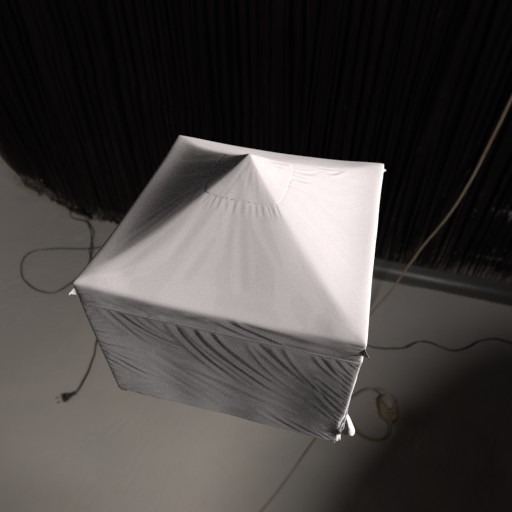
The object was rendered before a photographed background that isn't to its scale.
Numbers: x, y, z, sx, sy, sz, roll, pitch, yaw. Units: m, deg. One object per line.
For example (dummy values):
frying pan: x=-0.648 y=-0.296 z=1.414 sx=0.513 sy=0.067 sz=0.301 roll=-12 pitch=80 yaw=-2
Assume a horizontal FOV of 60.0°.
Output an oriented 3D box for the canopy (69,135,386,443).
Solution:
canopy: x=0.000 y=0.000 z=5.626 sx=3.121 sy=2.997 sz=3.043 roll=10 pitch=47 yaw=10
